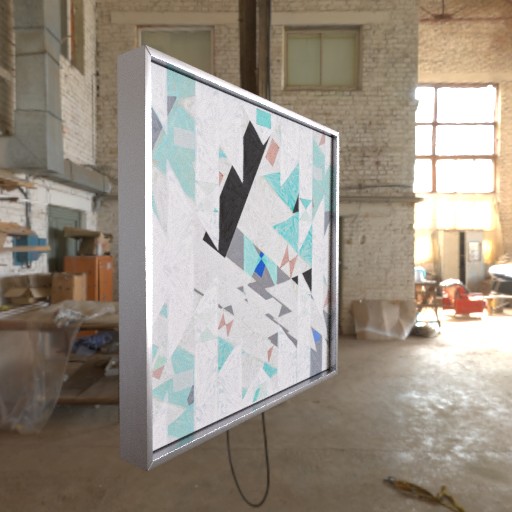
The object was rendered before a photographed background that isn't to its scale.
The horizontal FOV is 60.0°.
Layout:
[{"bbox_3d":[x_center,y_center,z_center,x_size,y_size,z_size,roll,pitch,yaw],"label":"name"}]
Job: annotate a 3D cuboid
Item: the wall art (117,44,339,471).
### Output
[{"bbox_3d":[0.000,0.000,0.514,0.038,0.350,0.350,1,2,37],"label":"wall art"}]
